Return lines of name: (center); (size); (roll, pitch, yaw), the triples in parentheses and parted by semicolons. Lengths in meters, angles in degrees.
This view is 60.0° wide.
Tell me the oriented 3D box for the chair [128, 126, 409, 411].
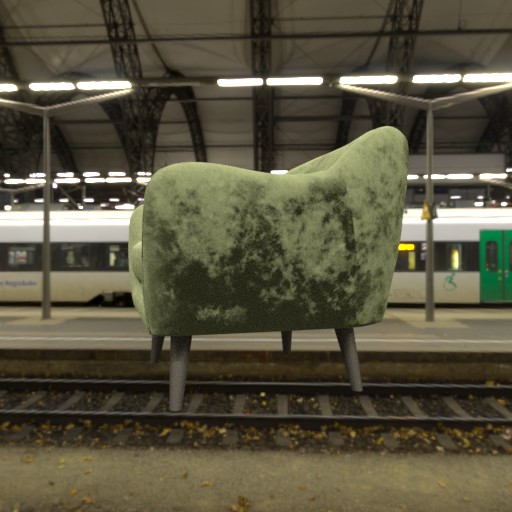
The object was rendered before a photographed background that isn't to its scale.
chair: (0.000, 0.000, 1.512); (0.819, 0.804, 0.840); (0, 0, -18)
